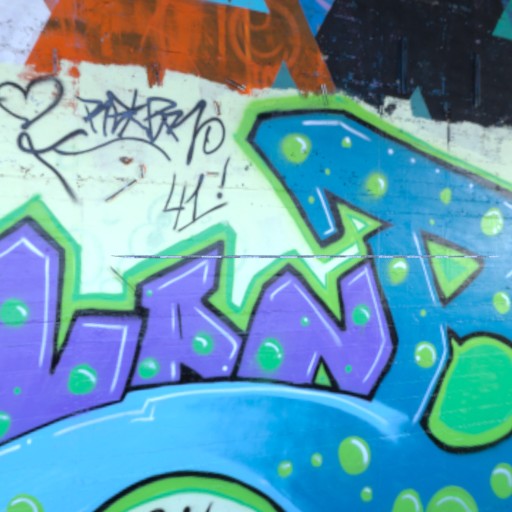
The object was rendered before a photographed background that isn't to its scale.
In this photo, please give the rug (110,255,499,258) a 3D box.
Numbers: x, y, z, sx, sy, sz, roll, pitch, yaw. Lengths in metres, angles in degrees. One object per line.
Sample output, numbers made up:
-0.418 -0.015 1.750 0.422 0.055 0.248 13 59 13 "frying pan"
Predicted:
0.000 0.000 4.001 2.432 0.013 3.021 0 0 -19 "rug"
